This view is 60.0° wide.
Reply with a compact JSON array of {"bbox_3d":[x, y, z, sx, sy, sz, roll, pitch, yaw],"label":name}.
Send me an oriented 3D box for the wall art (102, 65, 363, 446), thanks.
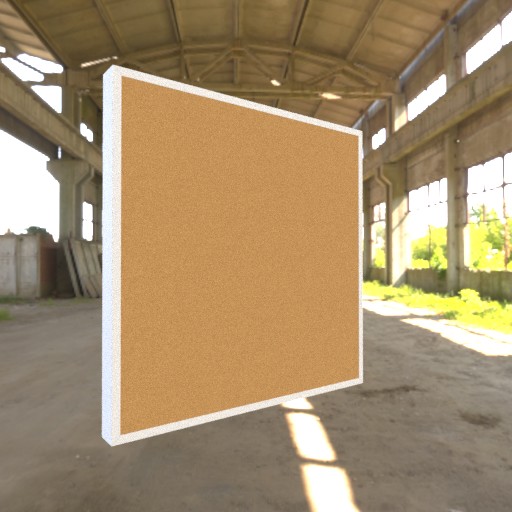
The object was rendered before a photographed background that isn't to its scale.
[{"bbox_3d":[0.000,0.000,0.454,0.304,0.304,0.024,0,-1,-37],"label":"wall art"}]
